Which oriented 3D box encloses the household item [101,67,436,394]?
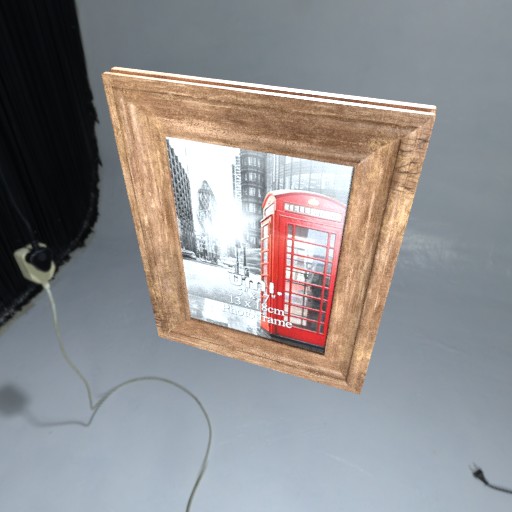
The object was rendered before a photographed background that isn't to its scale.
[{"bbox_3d":[0.000,0.000,0.316,0.186,0.237,0.018,13,42,14],"label":"household item"}]
